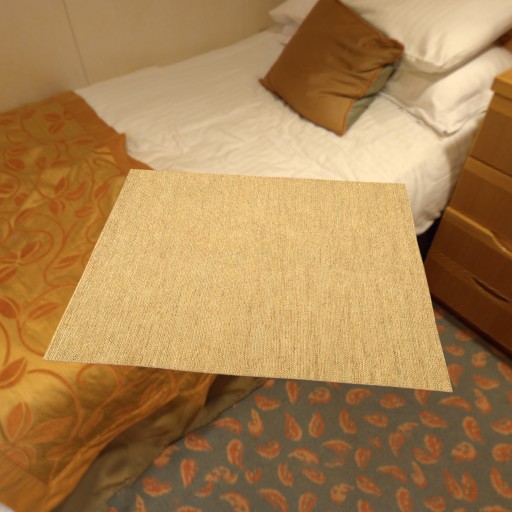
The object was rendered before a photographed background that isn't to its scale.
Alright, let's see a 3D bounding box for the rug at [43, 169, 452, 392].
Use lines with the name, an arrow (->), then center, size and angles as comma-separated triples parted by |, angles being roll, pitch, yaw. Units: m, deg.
rug -> 0.000, 0.000, 4.075 | 3.034, 0.012, 2.406 | 4, 47, 3
